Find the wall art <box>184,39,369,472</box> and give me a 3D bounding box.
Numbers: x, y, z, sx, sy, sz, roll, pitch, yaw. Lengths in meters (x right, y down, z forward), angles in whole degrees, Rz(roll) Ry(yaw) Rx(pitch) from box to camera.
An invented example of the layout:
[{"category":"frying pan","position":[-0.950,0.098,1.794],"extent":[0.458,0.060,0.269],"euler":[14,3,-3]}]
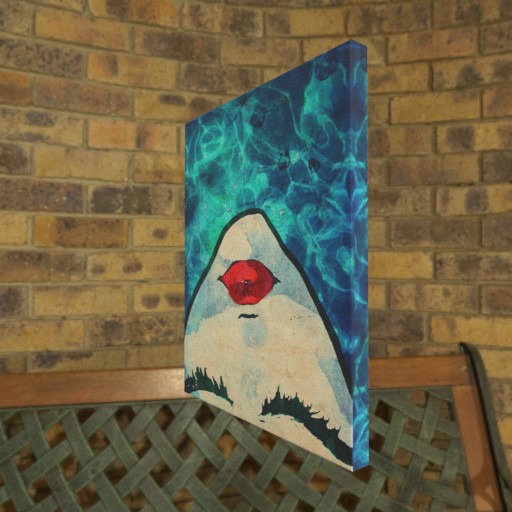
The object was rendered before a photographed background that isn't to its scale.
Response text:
[{"category":"wall art","position":[0.000,0.000,0.861],"extent":[0.038,0.635,0.508],"euler":[1,-1,-38]}]
